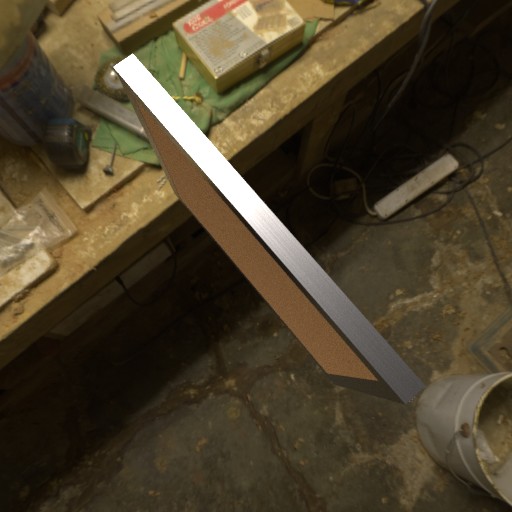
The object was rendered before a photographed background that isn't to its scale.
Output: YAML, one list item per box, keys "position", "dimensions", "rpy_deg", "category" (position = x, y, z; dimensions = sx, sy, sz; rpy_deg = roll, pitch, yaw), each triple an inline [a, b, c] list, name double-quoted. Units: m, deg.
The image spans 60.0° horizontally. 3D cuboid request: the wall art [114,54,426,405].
- position: [0.000, 0.000, 0.765]
  dimensions: [0.032, 0.456, 0.557]
  rpy_deg: [-39, 79, -9]
  category: "wall art"
